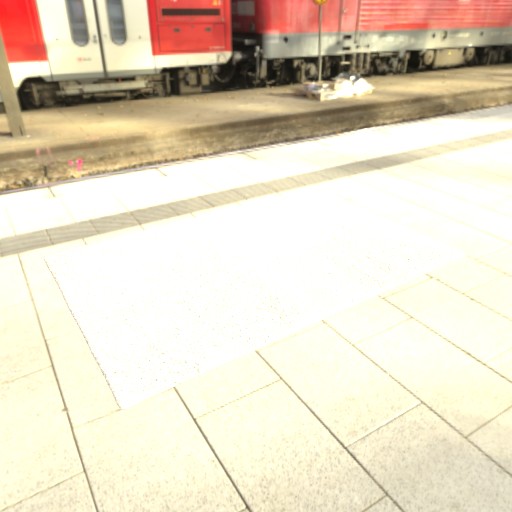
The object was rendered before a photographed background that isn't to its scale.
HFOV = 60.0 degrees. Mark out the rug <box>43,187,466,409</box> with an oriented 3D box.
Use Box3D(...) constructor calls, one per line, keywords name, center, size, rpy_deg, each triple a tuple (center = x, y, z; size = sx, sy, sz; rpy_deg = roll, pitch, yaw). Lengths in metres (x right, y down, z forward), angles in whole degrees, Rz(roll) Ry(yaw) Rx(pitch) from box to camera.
Box3D(name="rug", center=(0.000, 0.000, 3.416), size=(2.743, 0.030, 1.778), rpy_deg=(-18, 34, -29))
